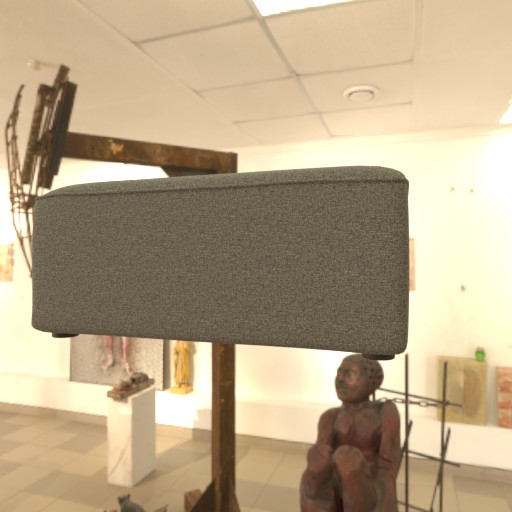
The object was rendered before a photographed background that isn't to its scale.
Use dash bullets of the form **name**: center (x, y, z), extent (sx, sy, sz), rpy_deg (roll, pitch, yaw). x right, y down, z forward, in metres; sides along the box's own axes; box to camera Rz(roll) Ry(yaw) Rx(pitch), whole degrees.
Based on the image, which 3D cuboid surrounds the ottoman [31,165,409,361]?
- **ottoman**: center (0.000, 0.000, 1.550), extent (1.005, 0.464, 1.015), rpy_deg (0, 0, 18)
